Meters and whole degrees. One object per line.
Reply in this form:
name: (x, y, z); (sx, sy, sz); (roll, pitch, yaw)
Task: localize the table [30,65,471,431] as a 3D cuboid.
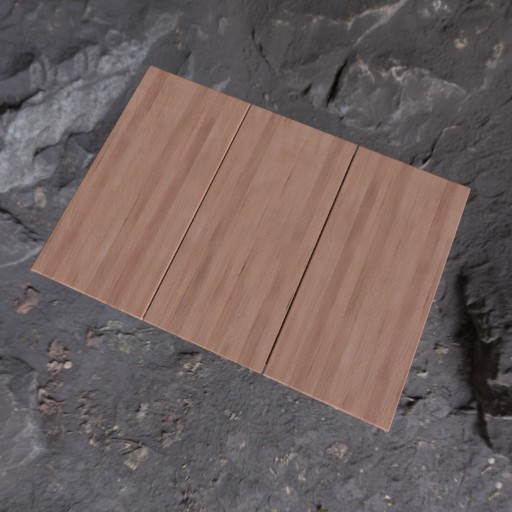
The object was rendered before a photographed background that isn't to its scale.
table: (0.000, 0.000, 1.930); (1.300, 0.770, 0.900); (23, 76, 6)
